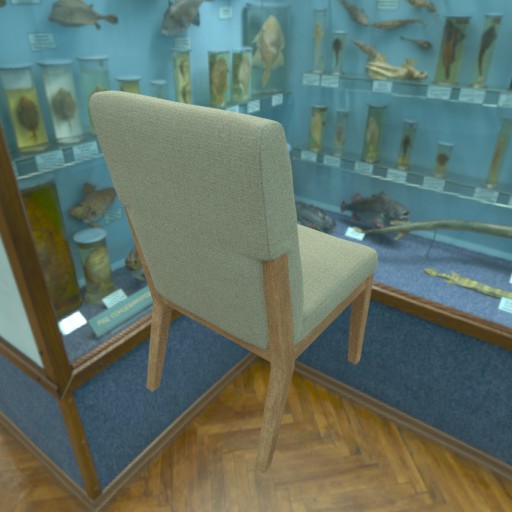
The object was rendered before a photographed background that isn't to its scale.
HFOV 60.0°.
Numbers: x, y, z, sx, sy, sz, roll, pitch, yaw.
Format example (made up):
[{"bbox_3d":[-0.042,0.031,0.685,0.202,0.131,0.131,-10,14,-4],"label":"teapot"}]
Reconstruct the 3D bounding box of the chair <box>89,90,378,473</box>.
[{"bbox_3d":[0.000,0.000,1.241,0.507,0.911,0.586,22,37,33],"label":"chair"}]
